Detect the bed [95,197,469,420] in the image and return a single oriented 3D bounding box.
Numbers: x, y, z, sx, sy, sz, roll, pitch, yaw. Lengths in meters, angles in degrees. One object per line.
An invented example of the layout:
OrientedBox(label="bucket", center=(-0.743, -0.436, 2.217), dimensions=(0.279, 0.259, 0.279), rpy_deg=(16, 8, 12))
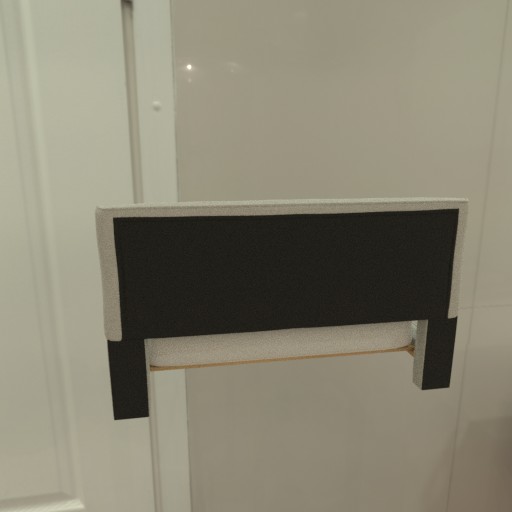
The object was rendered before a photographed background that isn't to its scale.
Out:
OrientedBox(label="bed", center=(0.000, 0.000, 3.279), dimensions=(1.840, 1.067, 2.368), rpy_deg=(-2, 14, -10))
